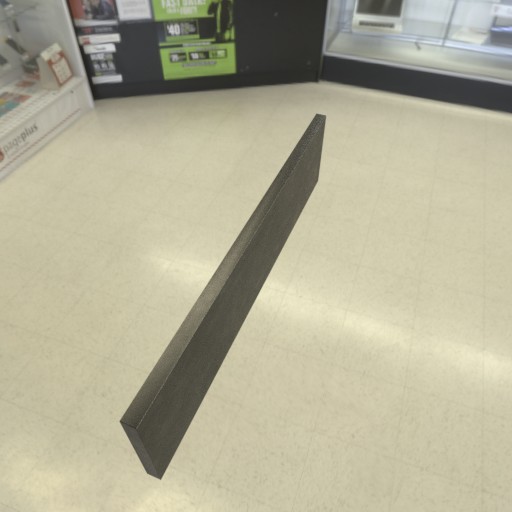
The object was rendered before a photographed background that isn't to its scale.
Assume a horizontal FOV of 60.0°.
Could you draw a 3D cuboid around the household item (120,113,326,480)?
[{"bbox_3d":[0.000,0.000,1.068,0.030,0.236,1.001,17,49,15],"label":"household item"}]
